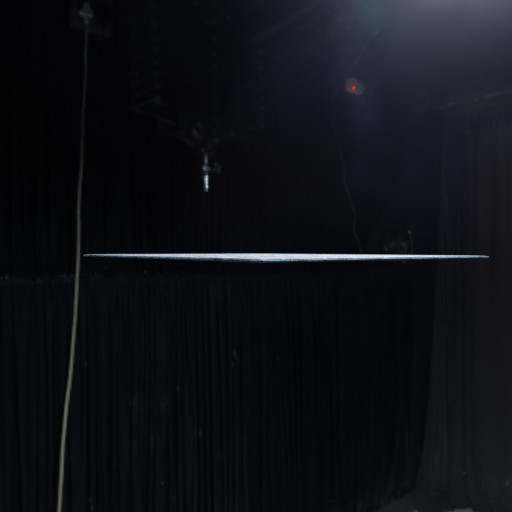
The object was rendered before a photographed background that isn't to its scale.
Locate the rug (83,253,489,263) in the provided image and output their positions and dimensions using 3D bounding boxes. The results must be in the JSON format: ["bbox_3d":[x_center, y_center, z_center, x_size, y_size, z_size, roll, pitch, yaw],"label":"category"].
[{"bbox_3d":[0.000,0.000,2.864,1.567,0.014,2.207,-1,1,-36],"label":"rug"}]
